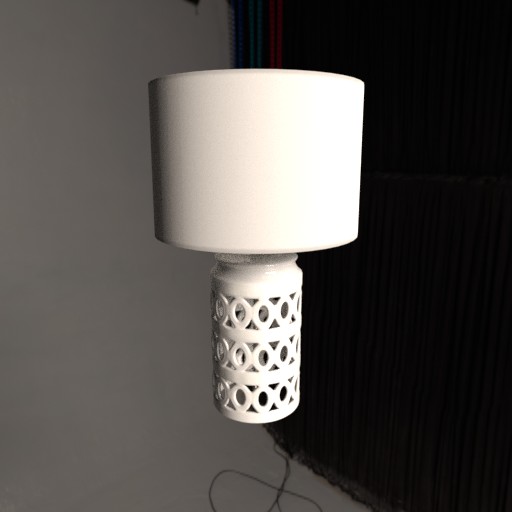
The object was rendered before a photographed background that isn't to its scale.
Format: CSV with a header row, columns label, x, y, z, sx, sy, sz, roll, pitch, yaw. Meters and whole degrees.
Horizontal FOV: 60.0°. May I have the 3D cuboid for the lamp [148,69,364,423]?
label,x,y,z,sx,sy,sz,roll,pitch,yaw
lamp,0.000,0.000,0.701,0.310,0.502,0.310,0,14,0
